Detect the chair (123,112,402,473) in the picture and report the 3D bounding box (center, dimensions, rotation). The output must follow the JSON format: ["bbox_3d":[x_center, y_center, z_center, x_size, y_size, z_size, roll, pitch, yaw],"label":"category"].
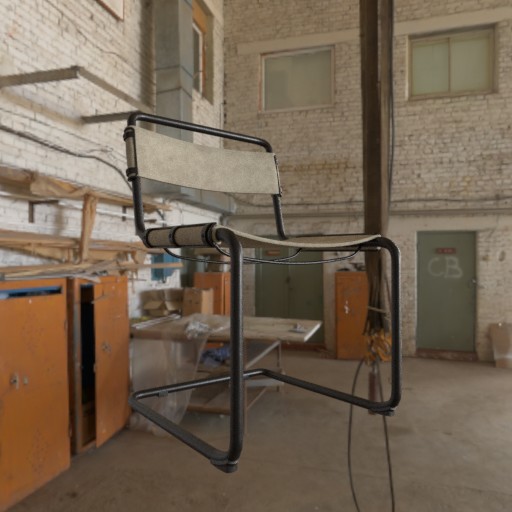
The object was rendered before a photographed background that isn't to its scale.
[{"bbox_3d":[0.000,0.000,1.072,0.499,0.747,0.497,1,-1,-38],"label":"chair"}]
